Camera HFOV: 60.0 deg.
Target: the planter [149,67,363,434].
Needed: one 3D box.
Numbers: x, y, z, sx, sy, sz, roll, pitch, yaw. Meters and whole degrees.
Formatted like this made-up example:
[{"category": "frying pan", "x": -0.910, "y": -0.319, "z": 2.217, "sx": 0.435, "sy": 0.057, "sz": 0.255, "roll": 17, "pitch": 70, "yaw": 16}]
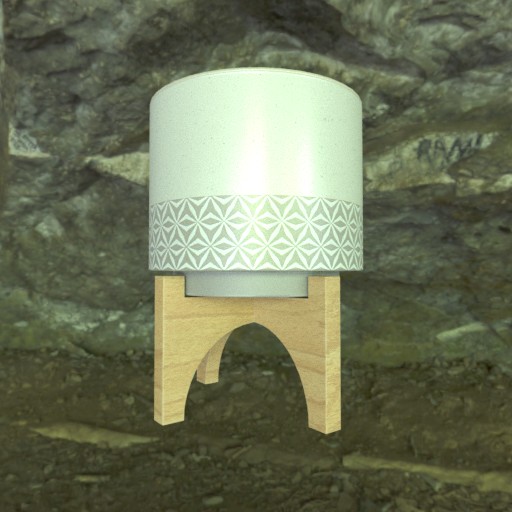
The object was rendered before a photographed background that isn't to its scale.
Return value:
[{"category": "planter", "x": 0.000, "y": 0.000, "z": 0.400, "sx": 0.188, "sy": 0.260, "sz": 0.188, "roll": 0, "pitch": -1, "yaw": 0}]
